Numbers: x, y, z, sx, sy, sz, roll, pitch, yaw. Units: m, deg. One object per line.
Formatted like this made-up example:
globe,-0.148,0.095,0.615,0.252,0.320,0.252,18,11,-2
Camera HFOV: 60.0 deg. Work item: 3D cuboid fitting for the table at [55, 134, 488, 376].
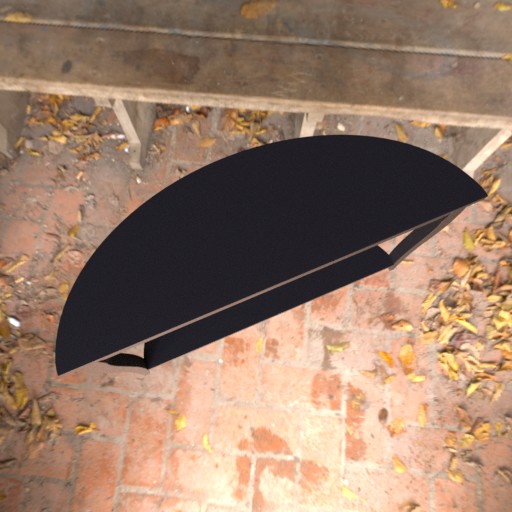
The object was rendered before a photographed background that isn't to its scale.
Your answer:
table,0.000,0.000,1.574,1.219,0.780,0.394,-22,75,-6
